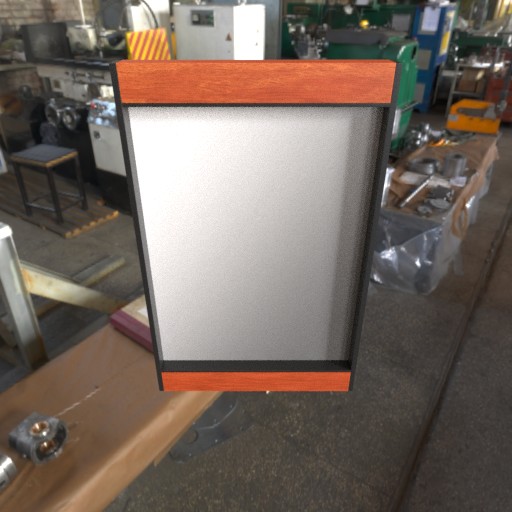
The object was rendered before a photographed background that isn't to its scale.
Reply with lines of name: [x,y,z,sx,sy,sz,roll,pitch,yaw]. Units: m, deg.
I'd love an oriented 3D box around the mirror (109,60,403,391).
mirror: [0.000,0.000,1.017,0.525,0.823,0.047,0,30,0]
